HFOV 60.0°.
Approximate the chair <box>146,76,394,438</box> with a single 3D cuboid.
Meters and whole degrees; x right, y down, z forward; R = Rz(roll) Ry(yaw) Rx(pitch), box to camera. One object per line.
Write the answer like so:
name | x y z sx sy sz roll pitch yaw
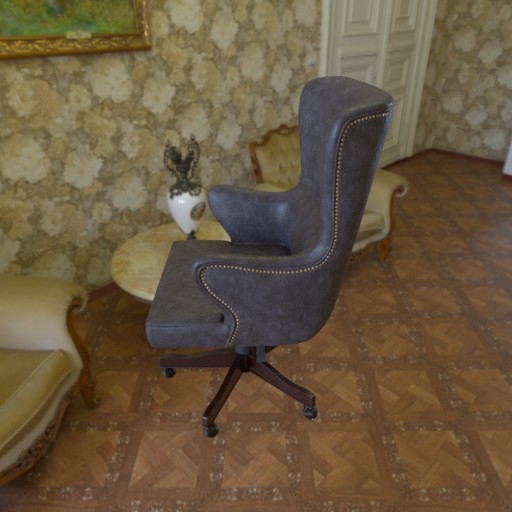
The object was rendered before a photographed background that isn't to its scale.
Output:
chair | 0.000 0.000 1.438 0.717 1.037 0.594 0 28 -1
